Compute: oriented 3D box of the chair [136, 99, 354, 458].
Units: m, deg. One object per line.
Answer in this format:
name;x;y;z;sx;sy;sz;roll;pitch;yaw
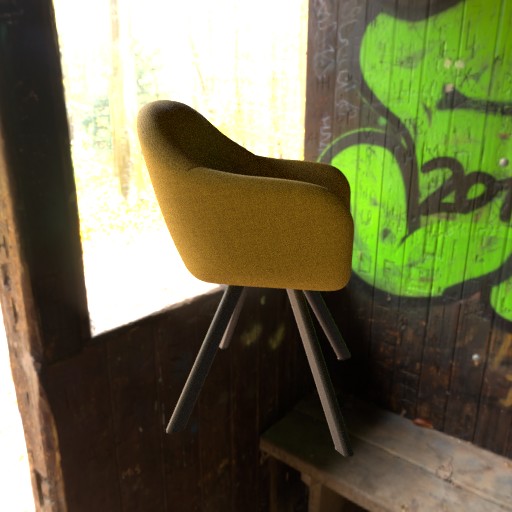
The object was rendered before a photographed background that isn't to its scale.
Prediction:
chair;0.000;0.000;1.187;0.550;0.795;0.590;3;16;11
